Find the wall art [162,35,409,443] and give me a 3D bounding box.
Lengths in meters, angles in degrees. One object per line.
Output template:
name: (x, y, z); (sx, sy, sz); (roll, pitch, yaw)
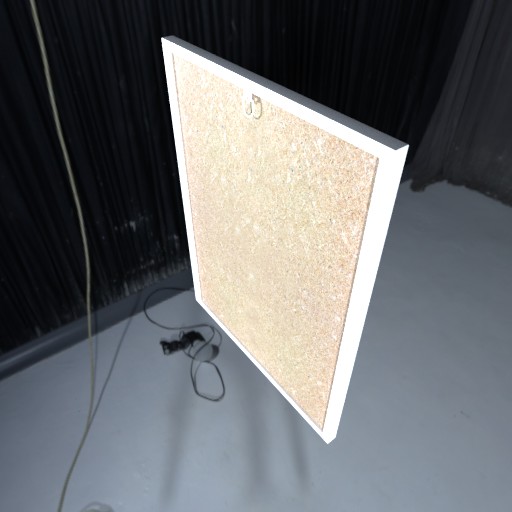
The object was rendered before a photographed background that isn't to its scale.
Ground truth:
wall art: (0.000, 0.000, 1.338); (0.042, 1.056, 0.805); (-27, 48, -27)
